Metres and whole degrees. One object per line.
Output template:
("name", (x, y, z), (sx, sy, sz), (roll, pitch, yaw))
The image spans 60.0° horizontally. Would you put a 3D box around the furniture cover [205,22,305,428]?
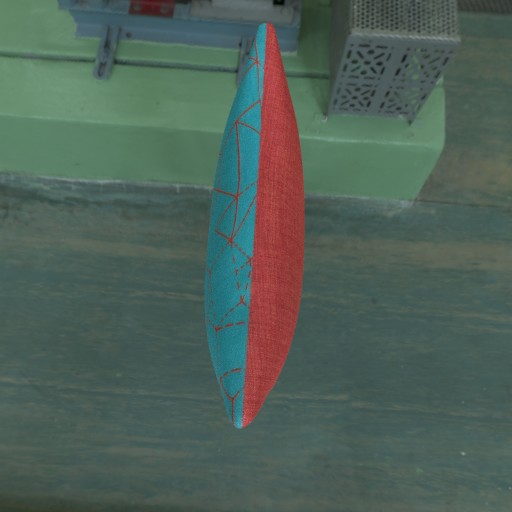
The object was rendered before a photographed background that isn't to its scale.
("furniture cover", (0.000, 0.000, 0.769), (0.158, 0.508, 0.517), (3, 74, 1))
